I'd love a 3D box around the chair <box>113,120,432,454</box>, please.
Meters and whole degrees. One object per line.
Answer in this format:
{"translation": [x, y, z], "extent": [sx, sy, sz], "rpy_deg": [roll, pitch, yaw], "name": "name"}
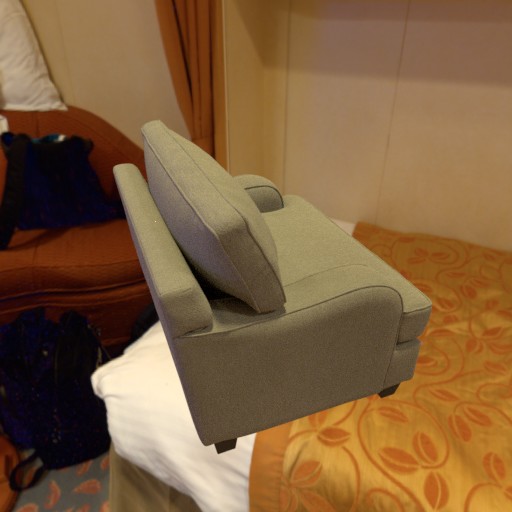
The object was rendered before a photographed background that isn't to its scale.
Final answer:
{"translation": [0.000, 0.000, 2.001], "extent": [1.041, 1.016, 1.220], "rpy_deg": [-11, 32, -19], "name": "chair"}
